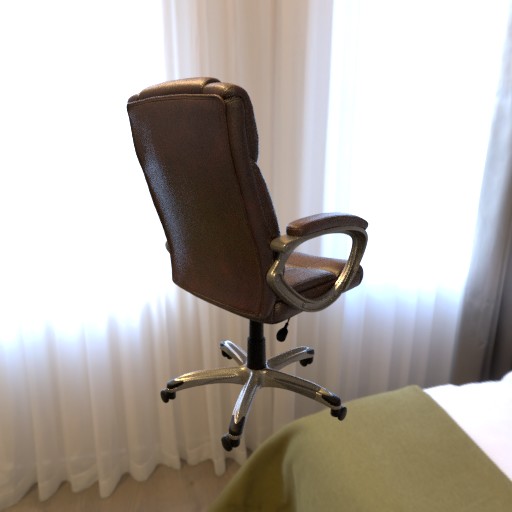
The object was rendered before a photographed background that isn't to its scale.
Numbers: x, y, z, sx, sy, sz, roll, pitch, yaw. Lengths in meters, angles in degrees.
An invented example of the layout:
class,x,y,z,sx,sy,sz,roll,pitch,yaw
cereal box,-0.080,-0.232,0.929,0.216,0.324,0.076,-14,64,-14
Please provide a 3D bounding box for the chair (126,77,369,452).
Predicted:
class,x,y,z,sx,sy,sz,roll,pitch,yaw
chair,0.000,0.000,1.575,0.692,1.128,0.656,-14,21,-42
